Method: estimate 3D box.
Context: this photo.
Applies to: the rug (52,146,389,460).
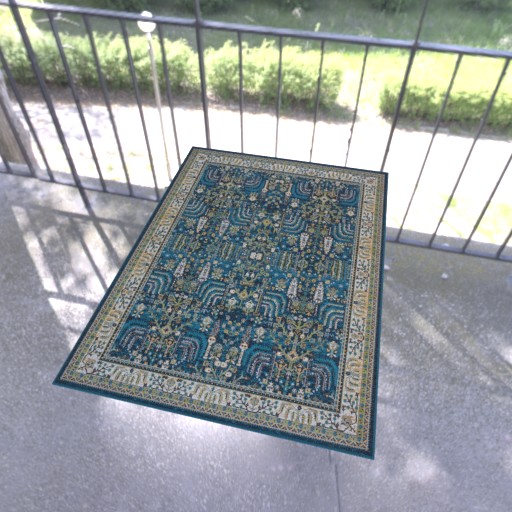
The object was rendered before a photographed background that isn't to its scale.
[{"bbox_3d":[0.000,0.000,3.938,2.226,0.015,3.044,10,48,9],"label":"rug"}]
